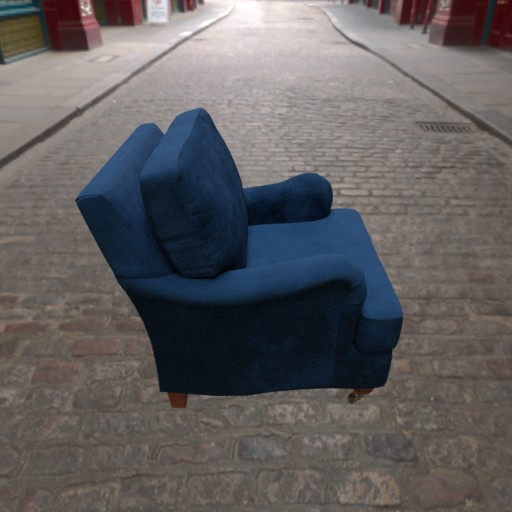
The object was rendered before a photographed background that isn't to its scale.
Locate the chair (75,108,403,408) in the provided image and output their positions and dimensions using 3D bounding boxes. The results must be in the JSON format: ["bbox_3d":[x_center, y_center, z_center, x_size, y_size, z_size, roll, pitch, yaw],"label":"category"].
[{"bbox_3d":[0.000,0.000,1.888,1.078,1.076,0.895,0,31,0],"label":"chair"}]
